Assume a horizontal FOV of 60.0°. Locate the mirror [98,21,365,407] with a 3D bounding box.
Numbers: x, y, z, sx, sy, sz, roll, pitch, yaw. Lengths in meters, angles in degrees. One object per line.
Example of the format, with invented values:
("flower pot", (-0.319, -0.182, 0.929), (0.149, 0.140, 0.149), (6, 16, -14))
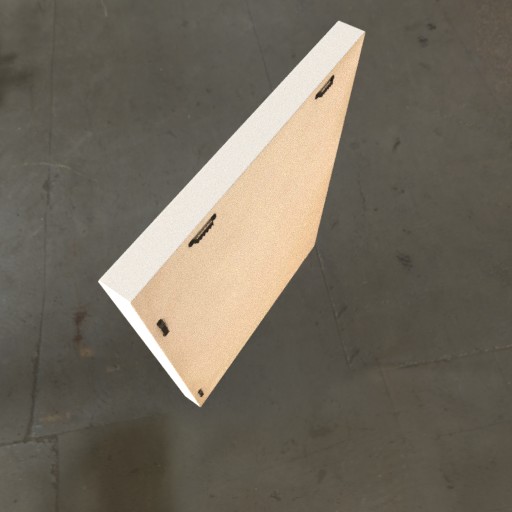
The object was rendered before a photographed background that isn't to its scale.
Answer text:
("mirror", (0.000, 0.000, 0.662), (0.041, 0.508, 0.405), (31, 66, 15))
